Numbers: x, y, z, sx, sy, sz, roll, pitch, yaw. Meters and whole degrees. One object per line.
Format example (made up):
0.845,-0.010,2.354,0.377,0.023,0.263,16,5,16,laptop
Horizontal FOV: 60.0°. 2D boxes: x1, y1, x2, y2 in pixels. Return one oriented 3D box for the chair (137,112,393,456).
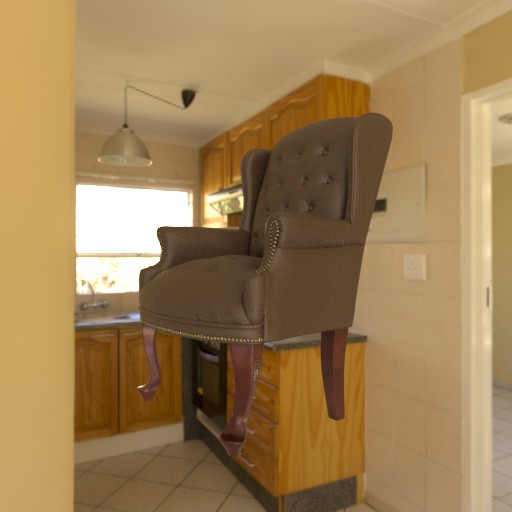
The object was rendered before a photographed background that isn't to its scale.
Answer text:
0.000,0.000,1.693,0.819,1.132,0.829,0,0,-37,chair
